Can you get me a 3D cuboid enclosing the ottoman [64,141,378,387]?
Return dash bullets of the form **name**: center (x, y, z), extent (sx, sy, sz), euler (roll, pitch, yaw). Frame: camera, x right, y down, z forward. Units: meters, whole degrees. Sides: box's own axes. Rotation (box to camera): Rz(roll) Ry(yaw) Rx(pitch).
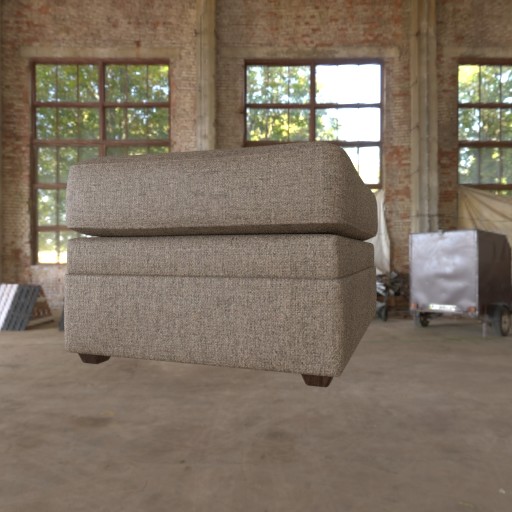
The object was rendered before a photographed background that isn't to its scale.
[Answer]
- **ottoman**: center (0.000, 0.000, 1.273), extent (0.637, 0.478, 0.885), euler (0, 1, 19)
